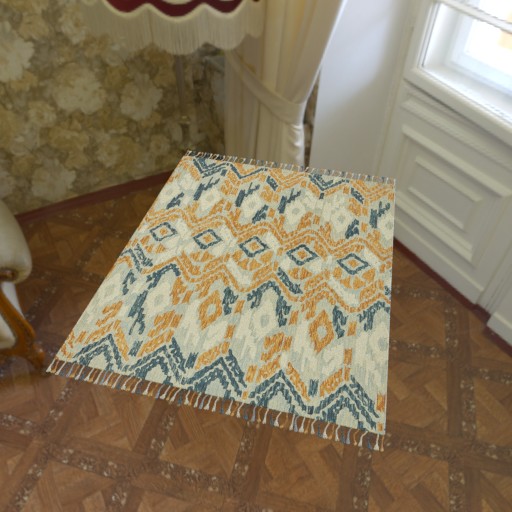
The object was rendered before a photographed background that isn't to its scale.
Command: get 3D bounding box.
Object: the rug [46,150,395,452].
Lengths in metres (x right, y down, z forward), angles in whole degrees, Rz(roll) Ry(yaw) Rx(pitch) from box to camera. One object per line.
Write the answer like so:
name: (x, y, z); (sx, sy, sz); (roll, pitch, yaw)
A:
rug: (0.000, 0.000, 4.082); (2.439, 0.010, 3.048); (10, 47, 10)
